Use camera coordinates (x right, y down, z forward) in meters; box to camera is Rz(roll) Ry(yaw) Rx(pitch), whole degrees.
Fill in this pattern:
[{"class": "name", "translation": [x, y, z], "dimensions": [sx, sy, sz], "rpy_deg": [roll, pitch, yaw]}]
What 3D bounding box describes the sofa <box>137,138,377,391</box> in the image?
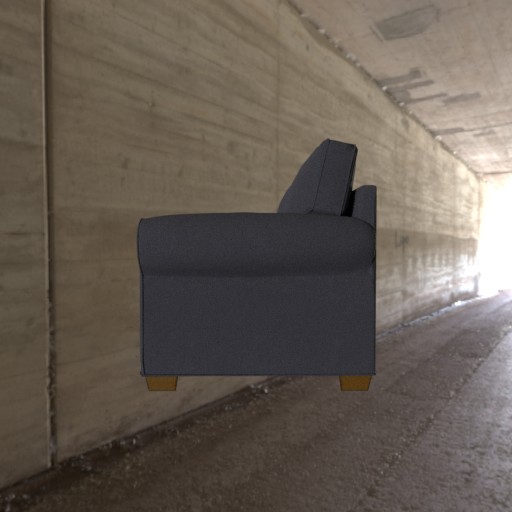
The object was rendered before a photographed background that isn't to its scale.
[{"class": "sofa", "translation": [0.000, 0.000, 2.637], "dimensions": [0.951, 1.031, 2.009], "rpy_deg": [0, 2, 0]}]
